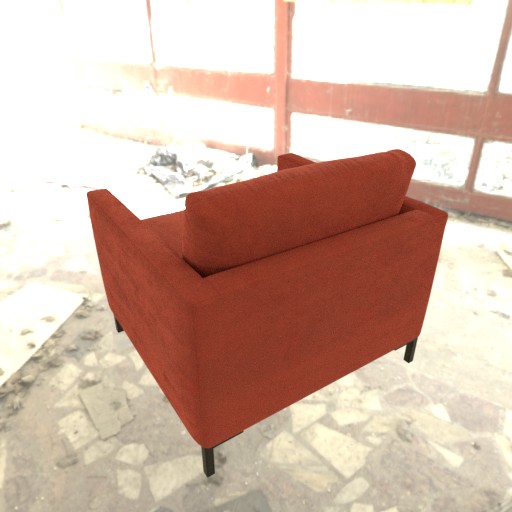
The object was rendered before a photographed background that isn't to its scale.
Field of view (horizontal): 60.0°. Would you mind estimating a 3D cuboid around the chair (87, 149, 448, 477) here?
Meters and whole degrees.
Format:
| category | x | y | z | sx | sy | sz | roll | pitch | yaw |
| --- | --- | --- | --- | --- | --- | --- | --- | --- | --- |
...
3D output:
| category | x | y | z | sx | sy | sz | roll | pitch | yaw |
| --- | --- | --- | --- | --- | --- | --- | --- | --- | --- |
| chair | 0.000 | 0.000 | 1.621 | 0.964 | 0.812 | 0.875 | -17 | 33 | -29 |
